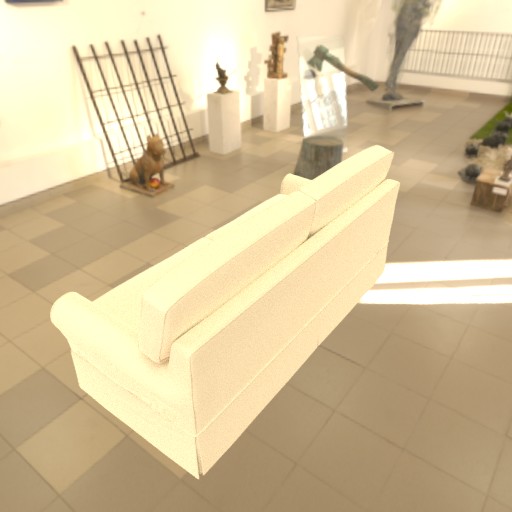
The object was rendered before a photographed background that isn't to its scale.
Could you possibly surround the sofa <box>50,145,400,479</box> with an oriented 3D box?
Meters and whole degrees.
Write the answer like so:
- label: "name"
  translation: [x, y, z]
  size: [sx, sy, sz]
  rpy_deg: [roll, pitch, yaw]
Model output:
- label: "sofa"
  translation: [0.000, 0.000, 2.479]
  size: [0.862, 0.937, 2.021]
  rpy_deg: [21, 37, 30]
